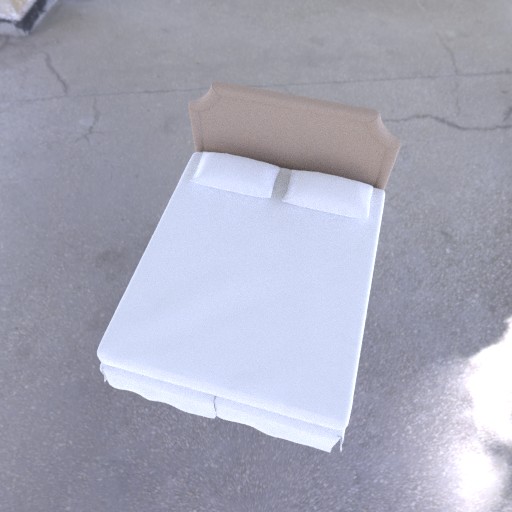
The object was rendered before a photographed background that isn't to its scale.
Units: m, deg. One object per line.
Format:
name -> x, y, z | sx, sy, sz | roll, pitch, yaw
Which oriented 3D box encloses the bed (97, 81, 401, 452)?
bed -> 0.000, 0.000, 4.199 | 2.350, 1.590, 2.773 | 13, 59, 8
